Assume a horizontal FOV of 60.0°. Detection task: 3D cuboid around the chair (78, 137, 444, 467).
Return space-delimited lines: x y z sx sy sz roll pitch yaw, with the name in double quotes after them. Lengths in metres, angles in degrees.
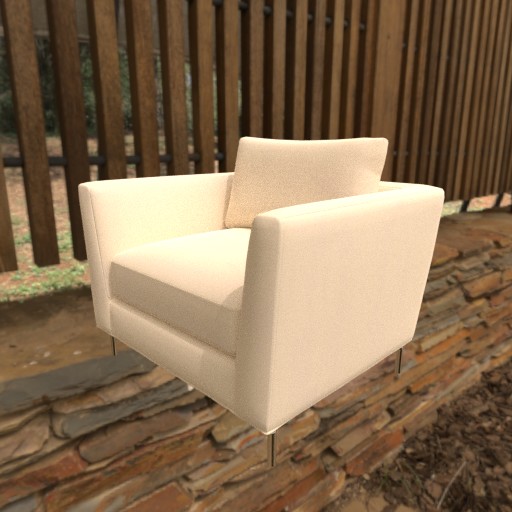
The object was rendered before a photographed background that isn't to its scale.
0.000 0.000 1.664 0.889 0.865 1.041 -14 21 -43 "chair"
